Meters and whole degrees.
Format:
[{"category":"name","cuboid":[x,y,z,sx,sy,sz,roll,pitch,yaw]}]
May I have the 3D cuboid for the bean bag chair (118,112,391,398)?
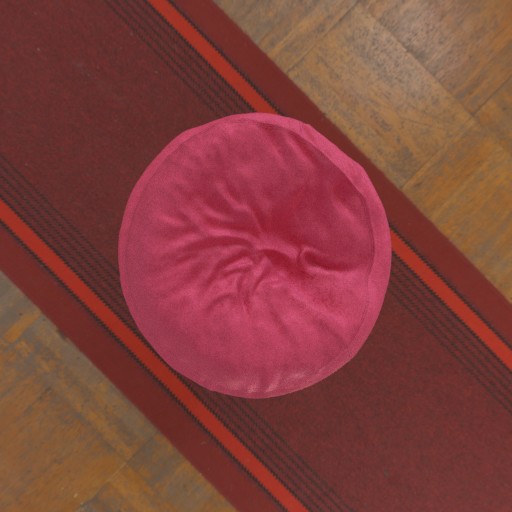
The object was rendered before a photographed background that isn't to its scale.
[{"category":"bean bag chair","cuboid":[0.000,0.000,1.997,1.218,0.788,1.218,0,89,-1]}]
